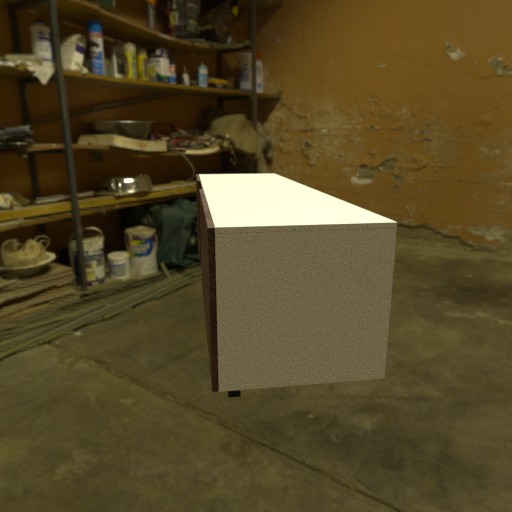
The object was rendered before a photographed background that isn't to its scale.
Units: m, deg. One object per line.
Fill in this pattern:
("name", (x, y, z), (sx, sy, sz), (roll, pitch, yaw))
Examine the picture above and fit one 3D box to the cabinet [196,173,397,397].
("cabinet", (0.000, 0.000, 1.763), (0.431, 0.533, 1.499), (-2, 15, -8))
